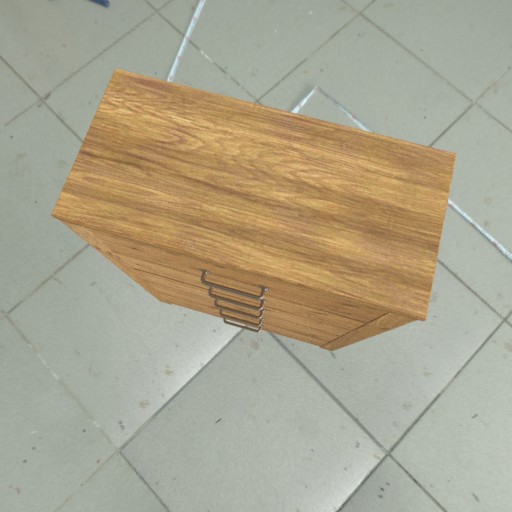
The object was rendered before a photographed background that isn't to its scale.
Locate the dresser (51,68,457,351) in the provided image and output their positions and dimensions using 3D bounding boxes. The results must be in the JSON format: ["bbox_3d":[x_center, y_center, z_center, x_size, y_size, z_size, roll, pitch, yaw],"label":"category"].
[{"bbox_3d":[0.000,0.000,1.967,1.081,1.431,0.558,16,75,4],"label":"dresser"}]
